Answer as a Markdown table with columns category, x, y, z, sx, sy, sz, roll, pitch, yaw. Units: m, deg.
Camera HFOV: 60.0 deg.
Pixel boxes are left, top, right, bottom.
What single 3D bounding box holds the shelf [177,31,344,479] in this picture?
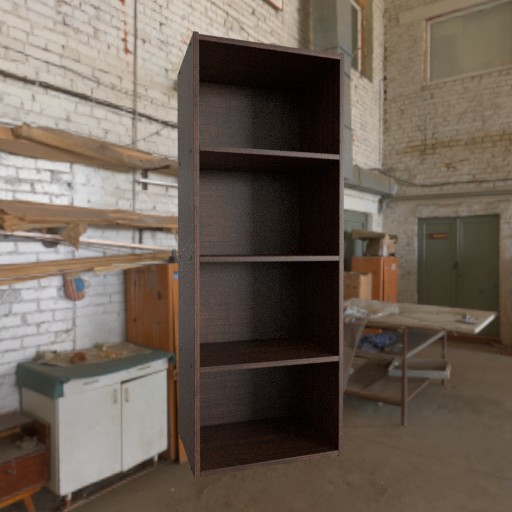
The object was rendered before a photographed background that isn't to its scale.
| category | x | y | z | sx | sy | sz | roll | pitch | yaw |
| --- | --- | --- | --- | --- | --- | --- | --- | --- | --- |
| shelf | 0.000 | 0.000 | 1.285 | 0.415 | 1.099 | 0.290 | 0 | 1 | -18 |
